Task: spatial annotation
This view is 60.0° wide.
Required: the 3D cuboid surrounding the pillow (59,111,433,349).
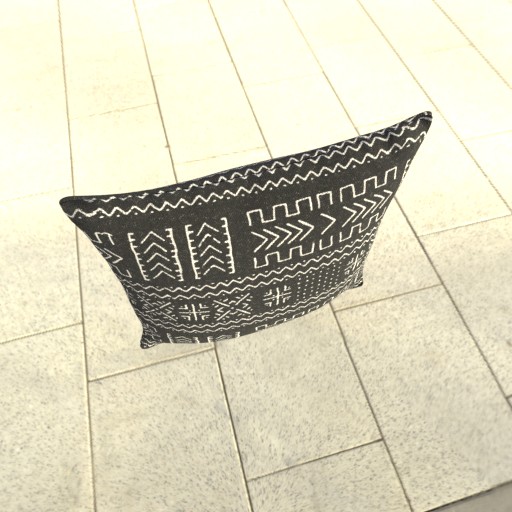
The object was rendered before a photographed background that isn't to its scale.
[{"bbox_3d":[0.000,0.000,0.664,0.438,0.430,0.164,-15,60,-9],"label":"pillow"}]
